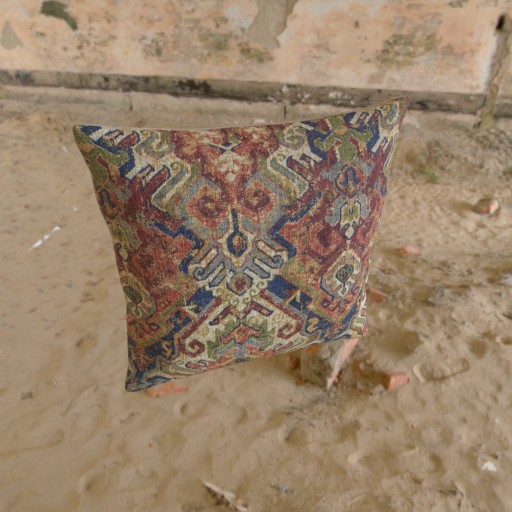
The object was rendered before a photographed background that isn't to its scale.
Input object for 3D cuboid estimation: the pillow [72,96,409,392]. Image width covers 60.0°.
[{"bbox_3d":[0.000,0.000,0.780,0.523,0.506,0.166,-10,34,-15],"label":"pillow"}]
